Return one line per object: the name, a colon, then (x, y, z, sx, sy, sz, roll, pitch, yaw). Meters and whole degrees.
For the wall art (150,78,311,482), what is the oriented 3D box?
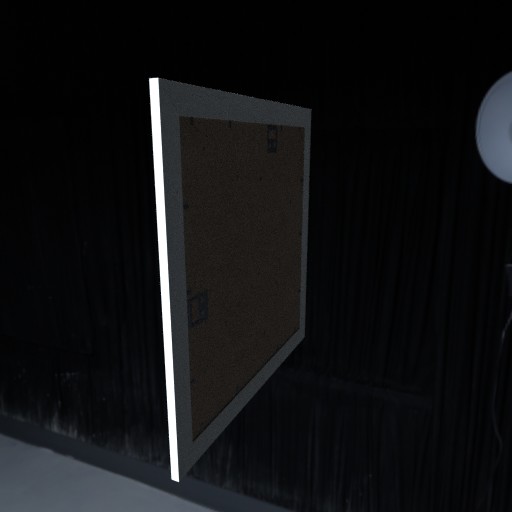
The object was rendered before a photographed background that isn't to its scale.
wall art: (0.000, 0.000, 0.874, 0.013, 0.584, 0.584, 7, 16, 25)
